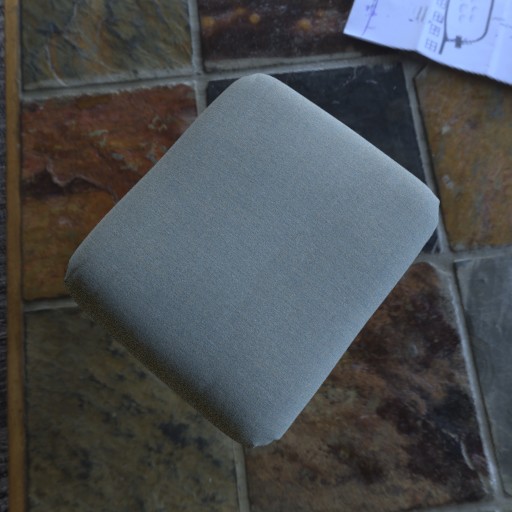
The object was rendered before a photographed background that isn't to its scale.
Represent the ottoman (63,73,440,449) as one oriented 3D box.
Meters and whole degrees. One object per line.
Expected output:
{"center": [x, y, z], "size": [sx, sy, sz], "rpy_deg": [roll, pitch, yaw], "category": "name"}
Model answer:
{"center": [0.000, 0.000, 1.163], "size": [0.622, 0.450, 0.747], "rpy_deg": [38, 80, 8], "category": "ottoman"}
